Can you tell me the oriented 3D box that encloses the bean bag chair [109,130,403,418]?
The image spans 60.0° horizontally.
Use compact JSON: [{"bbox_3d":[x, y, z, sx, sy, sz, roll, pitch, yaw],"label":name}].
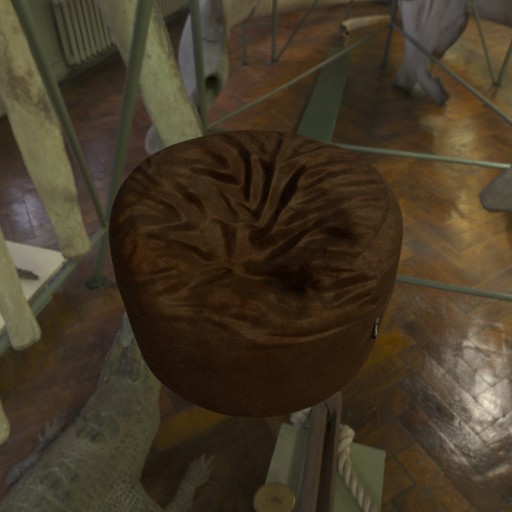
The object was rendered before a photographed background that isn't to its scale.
[{"bbox_3d":[0.000,0.000,1.513,0.918,0.616,0.918,0,41,0],"label":"bean bag chair"}]
